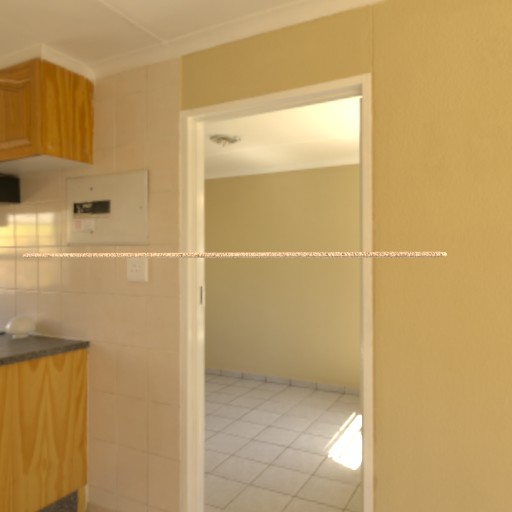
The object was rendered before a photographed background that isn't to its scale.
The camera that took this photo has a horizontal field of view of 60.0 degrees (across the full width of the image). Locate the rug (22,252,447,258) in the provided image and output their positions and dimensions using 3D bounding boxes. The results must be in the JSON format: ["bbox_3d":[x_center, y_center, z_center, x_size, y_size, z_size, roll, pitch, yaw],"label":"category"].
[{"bbox_3d":[0.000,0.000,4.117,3.047,0.029,2.438,0,0,18],"label":"rug"}]
